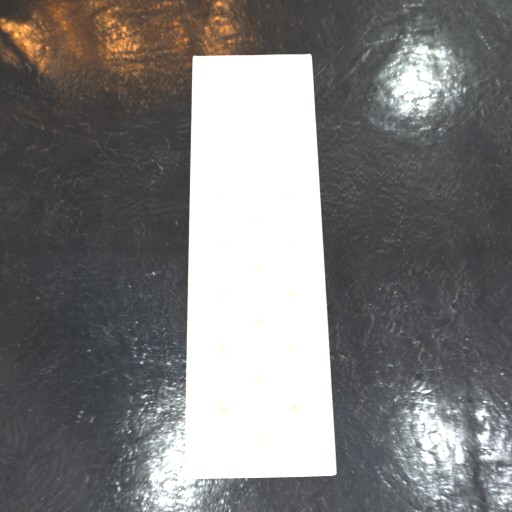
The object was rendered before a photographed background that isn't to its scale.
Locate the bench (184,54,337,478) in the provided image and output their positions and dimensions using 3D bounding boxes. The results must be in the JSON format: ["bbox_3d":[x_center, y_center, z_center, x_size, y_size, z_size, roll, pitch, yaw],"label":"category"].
[{"bbox_3d":[0.000,0.000,1.708,0.457,0.484,1.473,-1,75,0],"label":"bench"}]
